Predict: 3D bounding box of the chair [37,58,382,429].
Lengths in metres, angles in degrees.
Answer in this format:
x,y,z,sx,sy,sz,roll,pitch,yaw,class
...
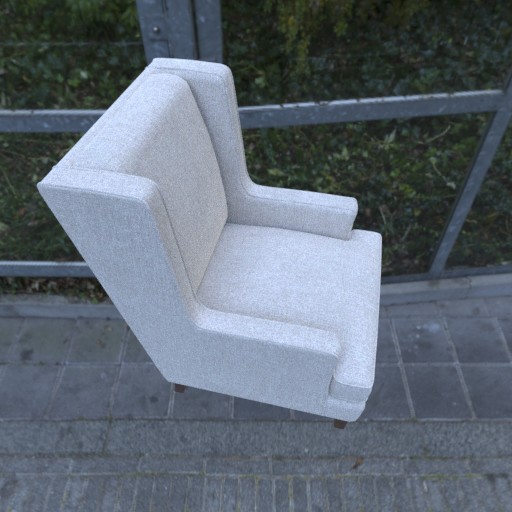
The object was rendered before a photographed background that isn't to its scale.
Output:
x,y,z,sx,sy,sz,roll,pitch,yaw,class
0.000,0.000,1.644,0.948,1.082,0.764,10,47,9,chair
